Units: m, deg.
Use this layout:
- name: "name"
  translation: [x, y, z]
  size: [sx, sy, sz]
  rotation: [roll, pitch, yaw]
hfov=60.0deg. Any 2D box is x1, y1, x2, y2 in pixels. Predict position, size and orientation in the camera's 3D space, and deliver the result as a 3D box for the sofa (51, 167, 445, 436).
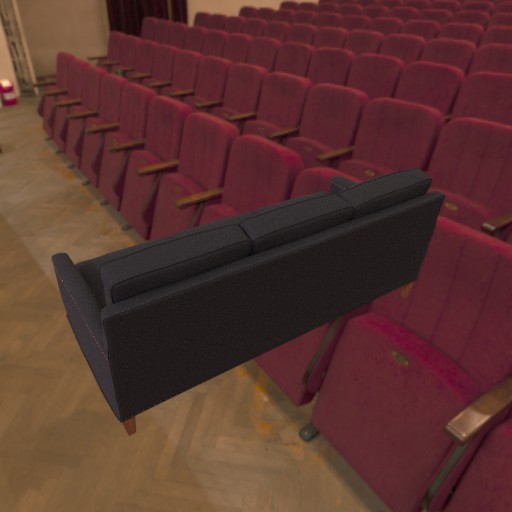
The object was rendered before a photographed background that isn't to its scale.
- name: "sofa"
  translation: [0.000, 0.000, 2.822]
  size: [2.246, 1.003, 1.084]
  rotation: [-20, 37, -28]
